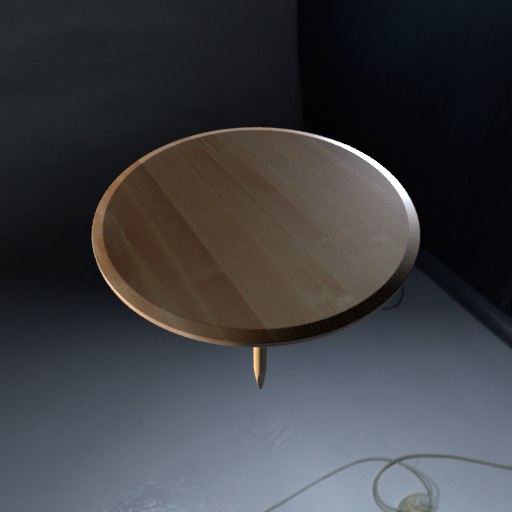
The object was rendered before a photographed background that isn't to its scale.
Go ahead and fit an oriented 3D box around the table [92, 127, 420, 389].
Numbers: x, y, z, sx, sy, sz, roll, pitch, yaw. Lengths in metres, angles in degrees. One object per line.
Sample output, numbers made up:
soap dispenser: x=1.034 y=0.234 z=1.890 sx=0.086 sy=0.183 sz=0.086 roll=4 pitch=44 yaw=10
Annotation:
table: x=0.000 y=0.000 z=1.393 sx=0.900 sy=0.400 sz=0.900 roll=0 pitch=45 yaw=0
